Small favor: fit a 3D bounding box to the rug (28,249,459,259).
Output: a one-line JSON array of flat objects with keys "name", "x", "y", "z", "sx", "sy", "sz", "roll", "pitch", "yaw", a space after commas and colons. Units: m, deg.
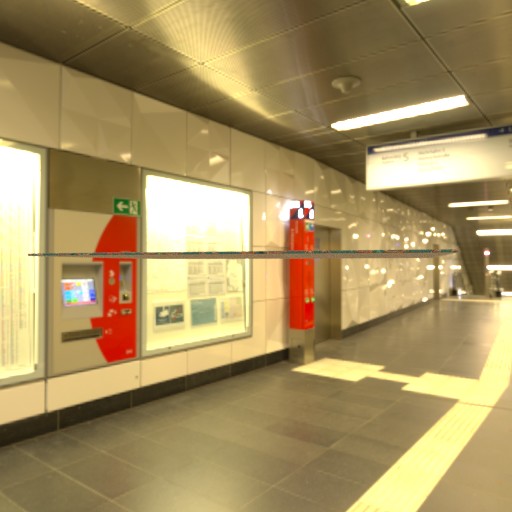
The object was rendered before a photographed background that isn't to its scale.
[{"name": "rug", "x": 0.000, "y": 0.000, "z": 2.932, "sx": 2.290, "sy": 0.016, "sz": 1.527, "roll": 0, "pitch": -1, "yaw": 18}]
